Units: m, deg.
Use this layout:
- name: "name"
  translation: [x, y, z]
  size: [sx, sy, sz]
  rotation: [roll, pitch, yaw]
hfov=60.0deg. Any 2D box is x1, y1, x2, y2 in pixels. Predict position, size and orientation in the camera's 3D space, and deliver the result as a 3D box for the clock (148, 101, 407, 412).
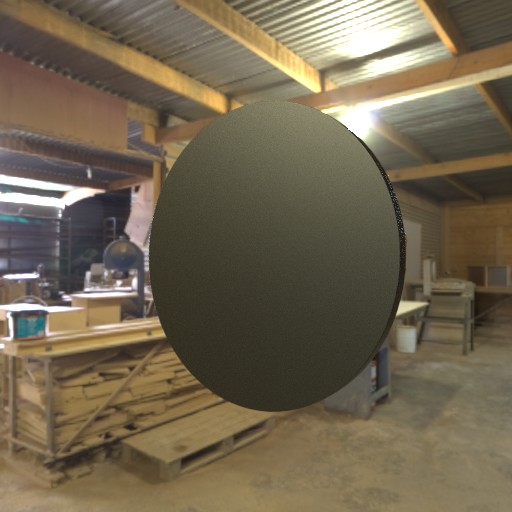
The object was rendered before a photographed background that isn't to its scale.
- name: "clock"
  translation: [0.000, 0.000, 0.674]
  size: [0.454, 0.454, 0.038]
  rotation: [-1, -1, 37]
